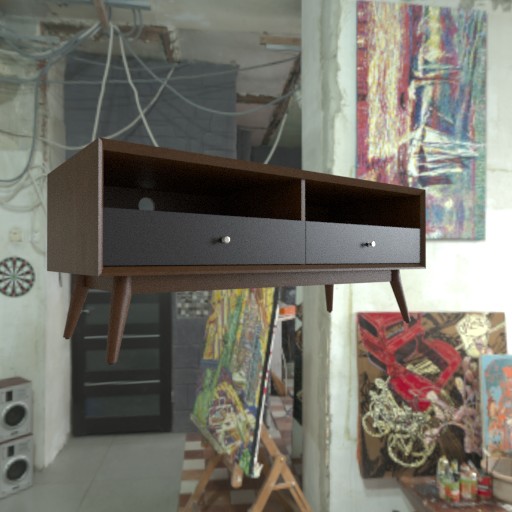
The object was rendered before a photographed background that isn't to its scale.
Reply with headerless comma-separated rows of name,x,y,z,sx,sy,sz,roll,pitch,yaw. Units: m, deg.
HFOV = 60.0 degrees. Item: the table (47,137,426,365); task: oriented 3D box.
table,0.000,0.000,1.398,1.119,0.464,0.490,0,0,-36
